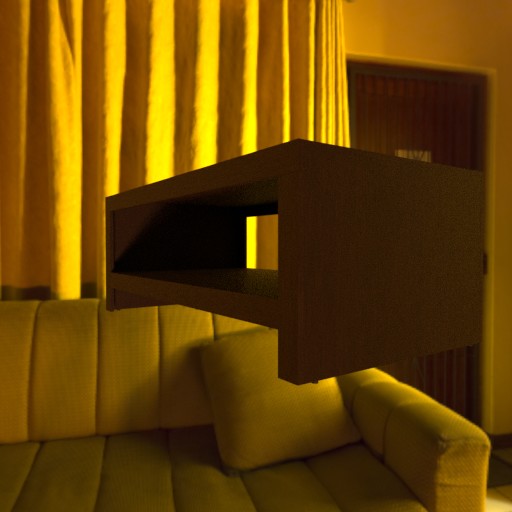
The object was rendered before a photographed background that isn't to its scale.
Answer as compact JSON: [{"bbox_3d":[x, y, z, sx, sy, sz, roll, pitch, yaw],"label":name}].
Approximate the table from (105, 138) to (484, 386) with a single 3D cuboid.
[{"bbox_3d":[0.000,0.000,1.372,0.597,0.424,1.099,-1,2,-35],"label":"table"}]
